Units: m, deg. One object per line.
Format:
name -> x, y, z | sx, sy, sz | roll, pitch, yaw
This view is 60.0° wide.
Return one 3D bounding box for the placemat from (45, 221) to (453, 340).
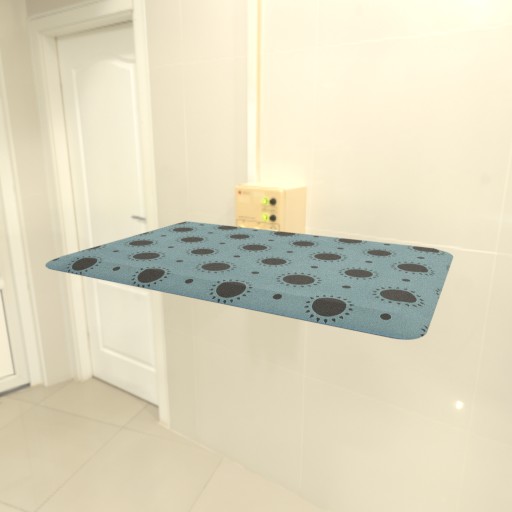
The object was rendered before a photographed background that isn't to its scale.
placemat -> 0.000, 0.000, 0.967 | 0.762, 0.021, 0.508 | 8, 17, 27
